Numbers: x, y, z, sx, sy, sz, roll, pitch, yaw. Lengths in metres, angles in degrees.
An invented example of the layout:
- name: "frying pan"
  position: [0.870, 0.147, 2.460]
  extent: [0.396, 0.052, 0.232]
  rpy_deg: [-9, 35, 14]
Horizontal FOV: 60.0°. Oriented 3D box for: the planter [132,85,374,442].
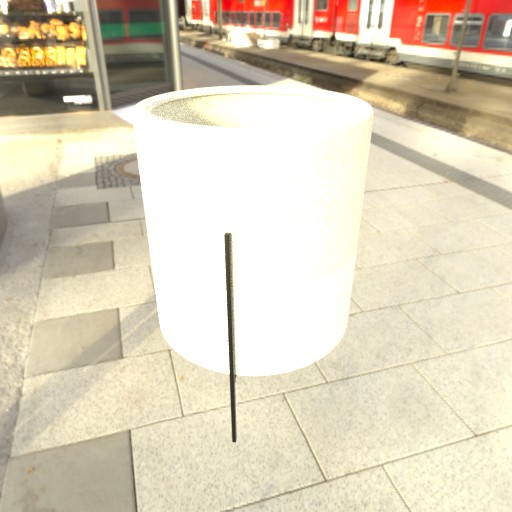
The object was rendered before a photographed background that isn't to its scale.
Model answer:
- name: "planter"
  position: [0.000, 0.000, 0.725]
  extent: [0.333, 0.483, 0.324]
  rpy_deg: [-10, 31, -17]
